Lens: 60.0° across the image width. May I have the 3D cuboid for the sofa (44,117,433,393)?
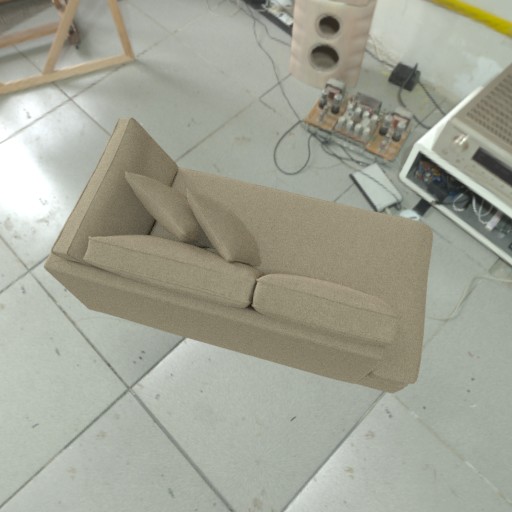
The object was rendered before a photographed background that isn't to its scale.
[{"bbox_3d":[0.000,0.000,2.890,2.237,1.033,1.110,14,66,7],"label":"sofa"}]
